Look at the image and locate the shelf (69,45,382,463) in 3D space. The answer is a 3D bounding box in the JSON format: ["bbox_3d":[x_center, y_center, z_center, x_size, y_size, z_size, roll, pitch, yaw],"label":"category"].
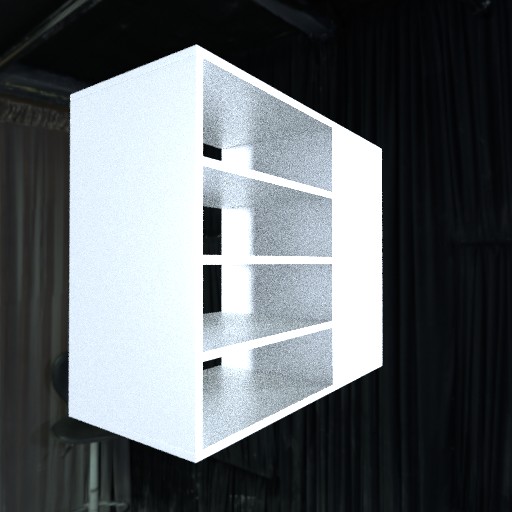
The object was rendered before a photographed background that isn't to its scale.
[{"bbox_3d":[0.000,0.000,1.252,0.396,0.732,0.895,-1,-1,36],"label":"shelf"}]
